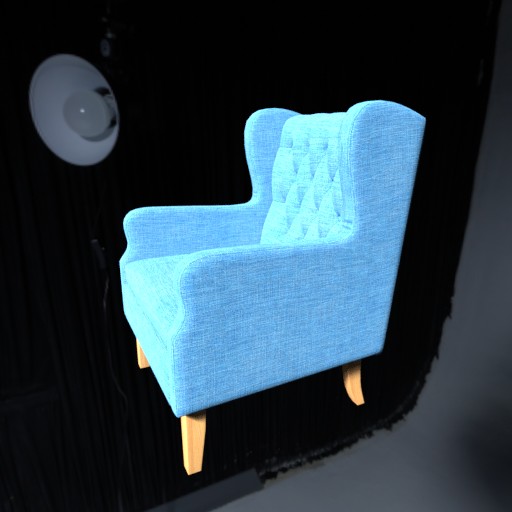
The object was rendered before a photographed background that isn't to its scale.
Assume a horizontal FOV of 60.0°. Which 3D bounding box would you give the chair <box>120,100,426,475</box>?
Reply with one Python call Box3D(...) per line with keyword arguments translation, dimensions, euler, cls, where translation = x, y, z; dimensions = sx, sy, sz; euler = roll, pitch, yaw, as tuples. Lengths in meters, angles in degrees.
Box3D(translation=(0.000, 0.000, 1.465), dimensions=(0.775, 0.952, 0.711), euler=(-8, 18, -25), cls="chair")
